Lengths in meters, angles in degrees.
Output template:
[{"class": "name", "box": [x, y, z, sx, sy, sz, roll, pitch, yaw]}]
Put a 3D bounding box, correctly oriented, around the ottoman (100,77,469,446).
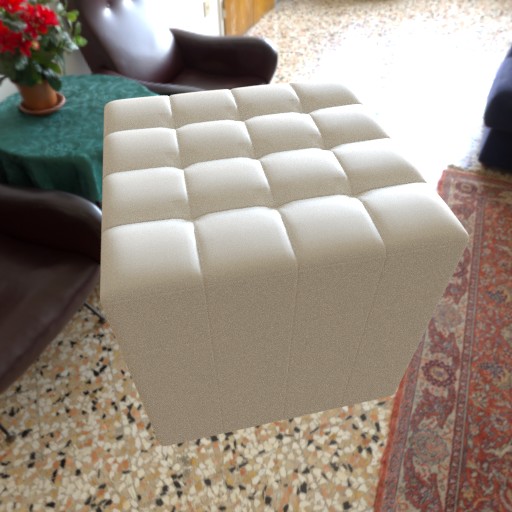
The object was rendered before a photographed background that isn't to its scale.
[{"class": "ottoman", "box": [0.000, 0.000, 0.770, 0.425, 0.432, 0.425, -9, 47, -9]}]
